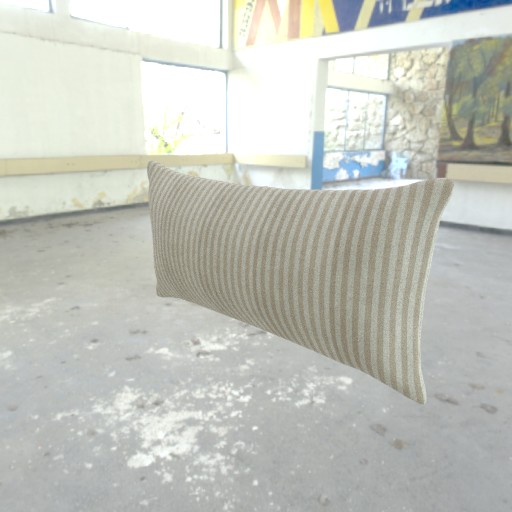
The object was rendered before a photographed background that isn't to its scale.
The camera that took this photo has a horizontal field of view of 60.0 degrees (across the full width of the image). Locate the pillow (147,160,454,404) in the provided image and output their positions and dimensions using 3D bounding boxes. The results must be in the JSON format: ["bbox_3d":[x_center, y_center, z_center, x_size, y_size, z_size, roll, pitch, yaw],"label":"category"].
[{"bbox_3d":[0.000,0.000,0.743,0.617,0.295,0.151,14,20,42],"label":"pillow"}]
